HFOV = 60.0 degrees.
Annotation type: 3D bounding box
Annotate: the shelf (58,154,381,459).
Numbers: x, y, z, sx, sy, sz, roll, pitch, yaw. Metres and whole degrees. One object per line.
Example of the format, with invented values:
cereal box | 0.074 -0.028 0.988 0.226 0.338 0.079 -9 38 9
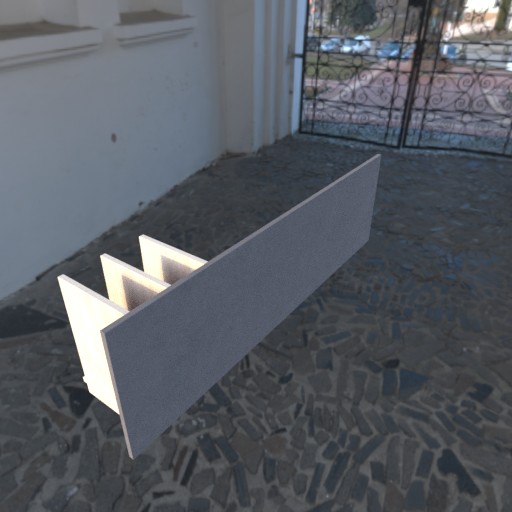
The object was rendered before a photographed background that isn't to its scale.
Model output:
shelf | 0.000 0.000 1.130 0.200 0.300 1.020 21 37 31
